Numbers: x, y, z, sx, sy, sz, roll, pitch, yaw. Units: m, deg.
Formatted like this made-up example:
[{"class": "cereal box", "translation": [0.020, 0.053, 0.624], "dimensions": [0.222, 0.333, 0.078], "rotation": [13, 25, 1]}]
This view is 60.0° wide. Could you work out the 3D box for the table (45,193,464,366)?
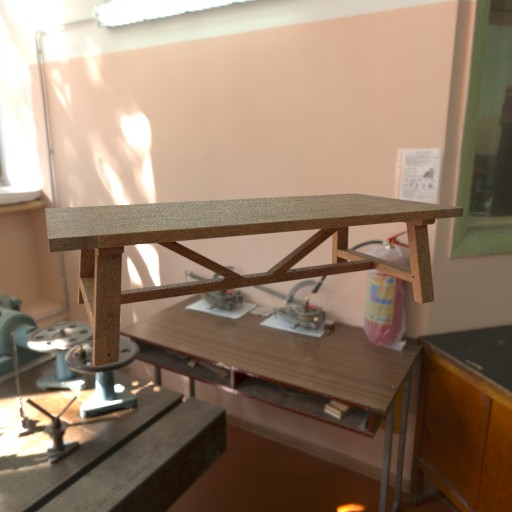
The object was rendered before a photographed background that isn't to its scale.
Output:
[{"class": "table", "translation": [0.000, 0.000, 2.149], "dimensions": [1.800, 0.465, 0.820], "rotation": [-6, 15, -25]}]
